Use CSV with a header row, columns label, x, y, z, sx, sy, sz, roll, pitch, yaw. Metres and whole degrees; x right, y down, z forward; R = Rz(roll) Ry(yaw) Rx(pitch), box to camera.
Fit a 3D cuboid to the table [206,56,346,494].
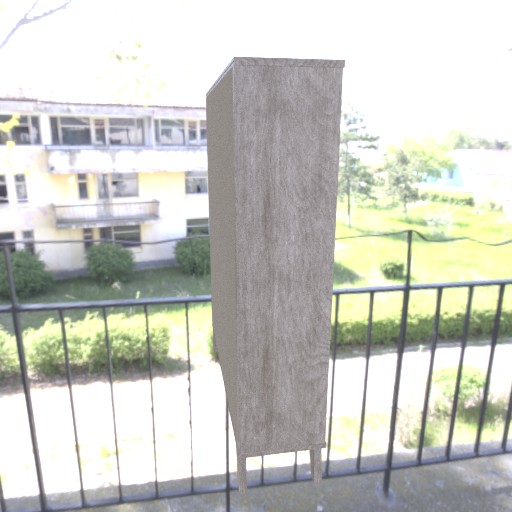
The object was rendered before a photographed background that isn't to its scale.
label,x,y,z,sx,sy,sz,roll,pitch,yaw
table,0.000,0.000,1.541,0.256,1.135,0.902,-3,16,-10
